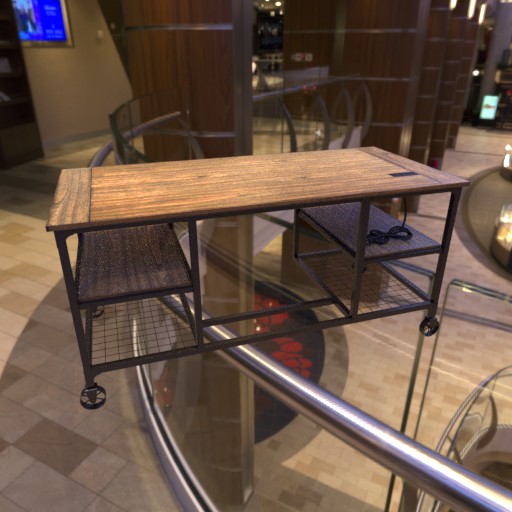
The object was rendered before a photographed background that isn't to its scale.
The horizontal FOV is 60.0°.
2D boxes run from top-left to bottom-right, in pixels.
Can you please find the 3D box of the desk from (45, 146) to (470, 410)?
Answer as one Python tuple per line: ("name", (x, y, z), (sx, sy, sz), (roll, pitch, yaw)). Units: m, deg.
("desk", (0.000, 0.000, 2.010), (1.590, 0.751, 0.711), (-8, 27, -16))
